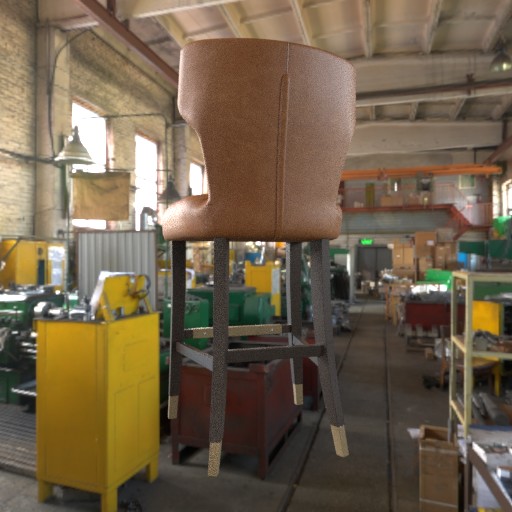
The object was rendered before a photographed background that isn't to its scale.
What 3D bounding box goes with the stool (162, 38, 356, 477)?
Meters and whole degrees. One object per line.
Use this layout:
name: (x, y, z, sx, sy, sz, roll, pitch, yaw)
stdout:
stool: (0.000, 0.000, 1.365, 0.526, 1.092, 0.563, 0, 0, -18)
